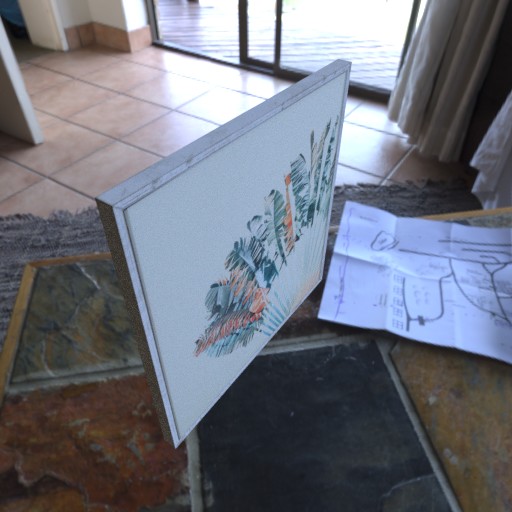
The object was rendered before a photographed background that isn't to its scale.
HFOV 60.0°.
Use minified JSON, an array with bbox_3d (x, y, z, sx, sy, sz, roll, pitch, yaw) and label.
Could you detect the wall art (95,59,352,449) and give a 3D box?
[{"bbox_3d":[0.000,0.000,1.126,0.038,0.757,0.760,25,48,26],"label":"wall art"}]
